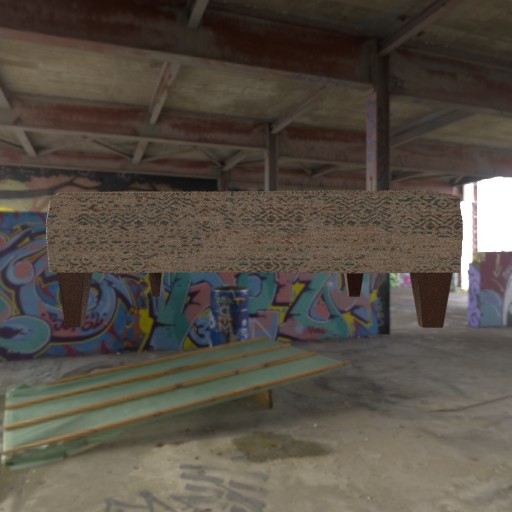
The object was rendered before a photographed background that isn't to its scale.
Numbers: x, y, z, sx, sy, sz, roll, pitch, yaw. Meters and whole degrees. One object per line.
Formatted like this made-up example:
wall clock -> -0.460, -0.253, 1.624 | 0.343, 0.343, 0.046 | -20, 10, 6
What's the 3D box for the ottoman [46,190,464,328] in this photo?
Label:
ottoman -> 0.000, 0.000, 1.535 | 1.004, 0.356, 0.968 | 0, 0, 0
